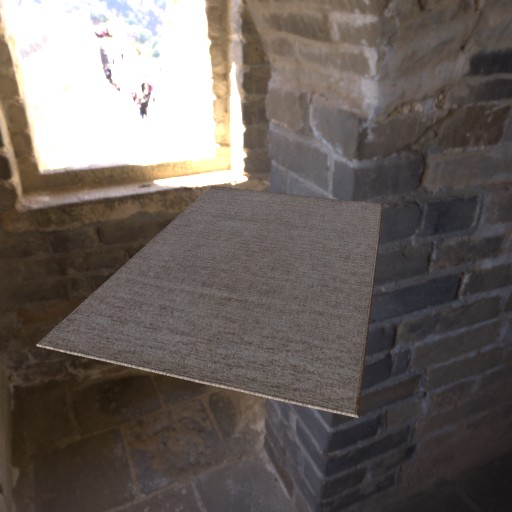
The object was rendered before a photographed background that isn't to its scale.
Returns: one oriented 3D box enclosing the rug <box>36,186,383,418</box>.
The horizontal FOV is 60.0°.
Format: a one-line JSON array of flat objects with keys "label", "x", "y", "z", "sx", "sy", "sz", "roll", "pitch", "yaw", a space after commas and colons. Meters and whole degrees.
[{"label": "rug", "x": 0.000, "y": 0.000, "z": 2.304, "sx": 1.211, "sy": 0.018, "sz": 1.822, "roll": 8, "pitch": 30, "yaw": 14}]
